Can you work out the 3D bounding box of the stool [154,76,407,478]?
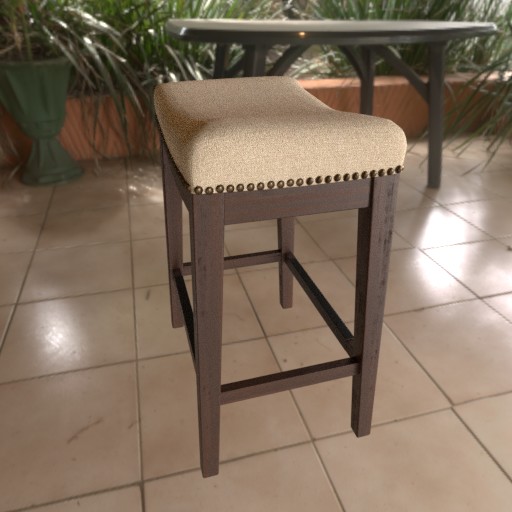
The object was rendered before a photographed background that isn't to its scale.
[{"bbox_3d":[0.000,0.000,0.955,0.363,0.669,0.509,-8,31,-14],"label":"stool"}]
